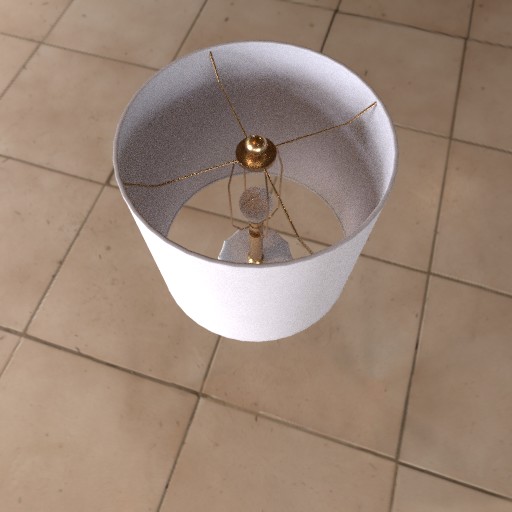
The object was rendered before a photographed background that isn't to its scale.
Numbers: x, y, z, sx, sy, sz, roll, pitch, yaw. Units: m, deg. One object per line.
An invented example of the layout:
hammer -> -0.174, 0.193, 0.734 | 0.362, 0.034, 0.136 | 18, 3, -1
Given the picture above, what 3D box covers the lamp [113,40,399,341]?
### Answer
lamp -> 0.000, 0.000, 0.674 | 0.277, 0.537, 0.277 | 15, 66, 7
